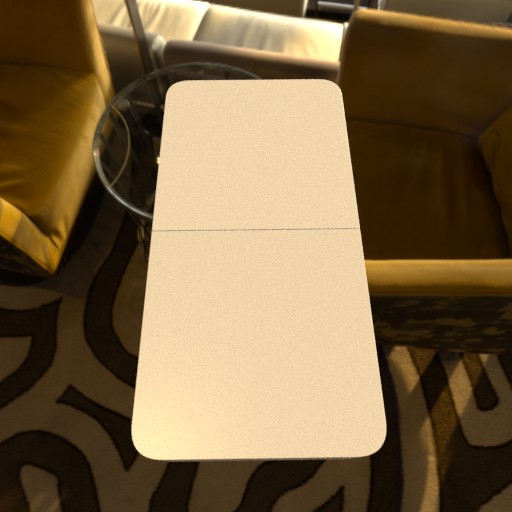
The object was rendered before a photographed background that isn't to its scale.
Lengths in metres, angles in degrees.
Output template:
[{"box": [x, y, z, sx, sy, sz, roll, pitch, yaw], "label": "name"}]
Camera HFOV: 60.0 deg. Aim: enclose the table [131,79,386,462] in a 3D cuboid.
[{"box": [0.000, 0.000, 1.430, 0.600, 0.340, 1.200, -1, 64, 0], "label": "table"}]
